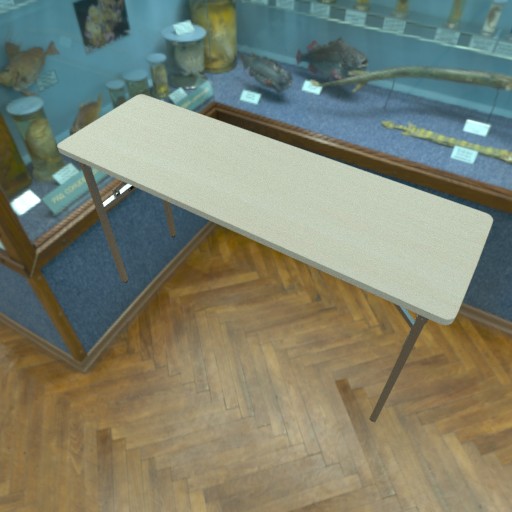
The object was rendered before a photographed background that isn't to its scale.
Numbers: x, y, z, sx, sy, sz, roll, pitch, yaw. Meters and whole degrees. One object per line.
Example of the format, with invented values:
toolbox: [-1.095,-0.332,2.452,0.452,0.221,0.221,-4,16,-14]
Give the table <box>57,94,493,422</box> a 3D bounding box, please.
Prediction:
table: [0.000,0.000,1.712,1.397,0.750,0.446,25,52,21]
